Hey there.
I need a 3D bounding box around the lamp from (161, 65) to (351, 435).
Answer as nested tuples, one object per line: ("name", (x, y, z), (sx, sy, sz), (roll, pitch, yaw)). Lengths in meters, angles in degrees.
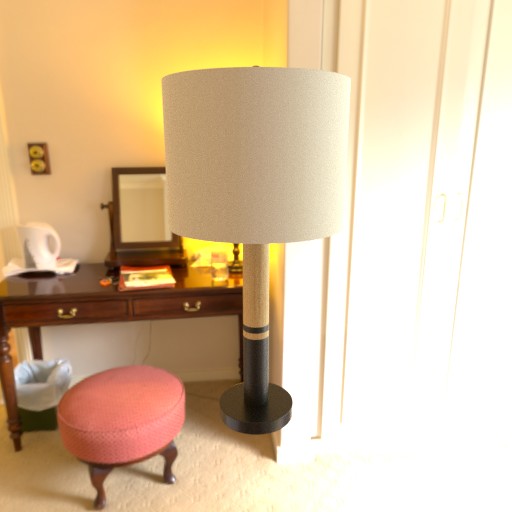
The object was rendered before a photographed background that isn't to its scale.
("lamp", (0.000, 0.000, 0.801), (0.305, 0.640, 0.305), (14, 20, 43))
